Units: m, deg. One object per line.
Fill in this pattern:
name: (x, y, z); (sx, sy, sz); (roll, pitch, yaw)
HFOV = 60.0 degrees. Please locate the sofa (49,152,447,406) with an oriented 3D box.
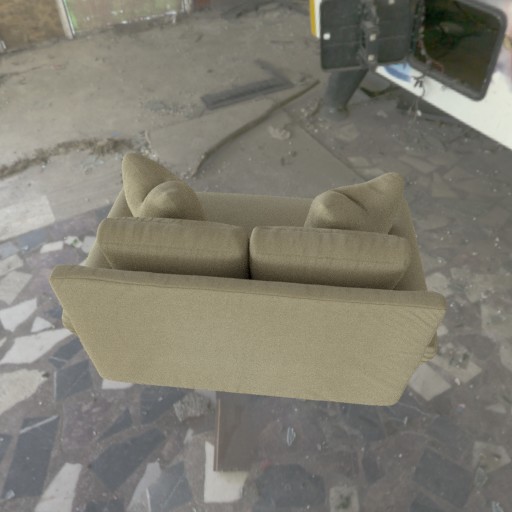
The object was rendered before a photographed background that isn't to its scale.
sofa: (0.000, 0.000, 2.173); (1.550, 0.905, 1.070); (4, 48, 4)
